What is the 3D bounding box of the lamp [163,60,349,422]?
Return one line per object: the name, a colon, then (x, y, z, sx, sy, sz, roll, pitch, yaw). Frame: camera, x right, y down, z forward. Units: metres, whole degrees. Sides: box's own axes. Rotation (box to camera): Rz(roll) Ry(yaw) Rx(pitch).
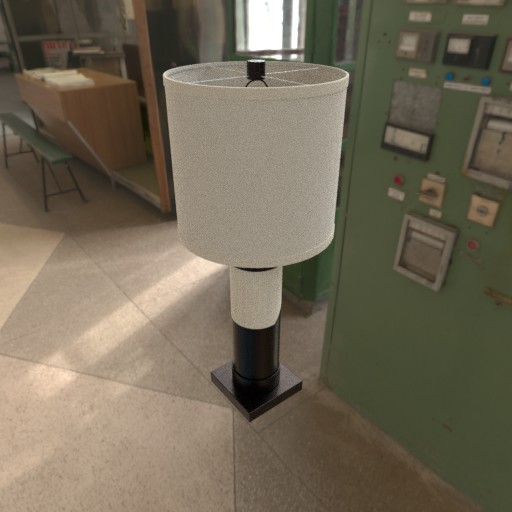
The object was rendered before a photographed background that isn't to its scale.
lamp: (0.000, 0.000, 0.628, 0.211, 0.509, 0.211, -21, 36, -32)
